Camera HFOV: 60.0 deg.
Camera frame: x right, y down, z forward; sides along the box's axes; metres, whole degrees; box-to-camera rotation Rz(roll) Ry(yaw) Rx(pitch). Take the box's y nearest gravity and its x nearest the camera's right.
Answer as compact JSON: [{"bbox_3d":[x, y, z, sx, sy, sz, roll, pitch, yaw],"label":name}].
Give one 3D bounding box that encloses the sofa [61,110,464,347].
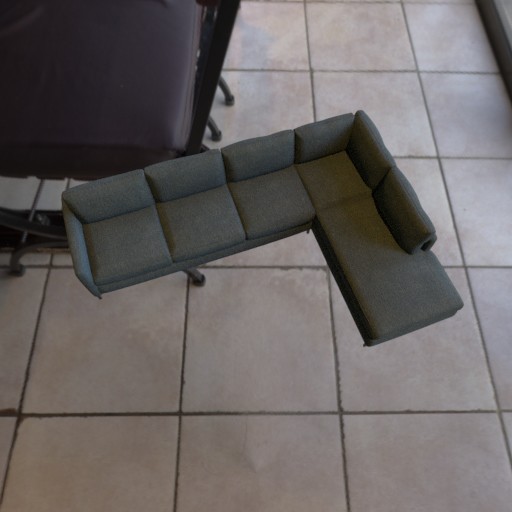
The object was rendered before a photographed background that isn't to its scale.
[{"bbox_3d":[0.000,0.000,3.806,2.949,0.815,2.007,-17,65,-8],"label":"sofa"}]
